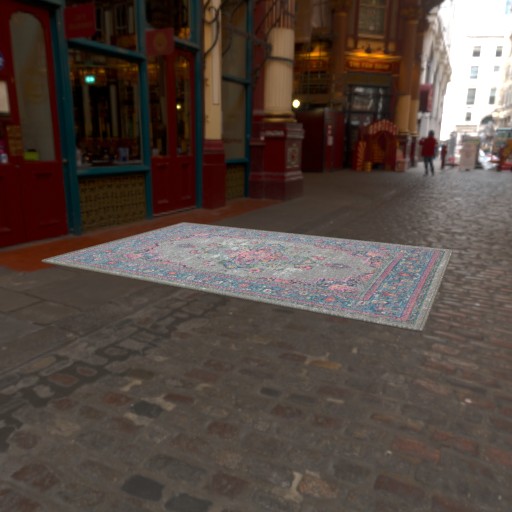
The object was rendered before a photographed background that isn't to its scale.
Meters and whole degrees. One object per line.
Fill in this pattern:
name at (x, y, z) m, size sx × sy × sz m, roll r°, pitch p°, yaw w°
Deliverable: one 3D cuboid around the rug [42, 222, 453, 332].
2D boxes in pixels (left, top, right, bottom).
rug at (0.000, 0.000, 2.235) m, size 1.748 × 0.014 × 1.144 m, roll 8°, pitch 17°, yaw 27°
